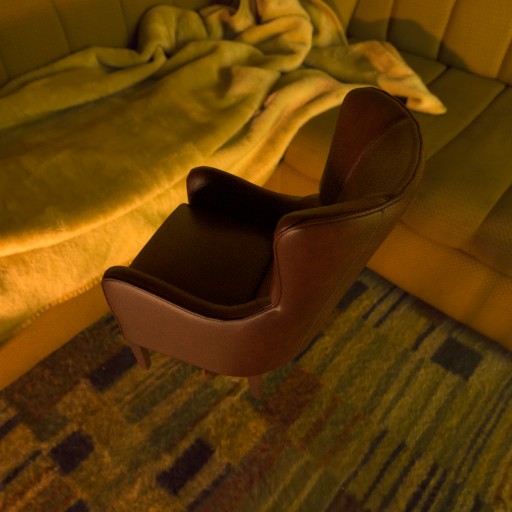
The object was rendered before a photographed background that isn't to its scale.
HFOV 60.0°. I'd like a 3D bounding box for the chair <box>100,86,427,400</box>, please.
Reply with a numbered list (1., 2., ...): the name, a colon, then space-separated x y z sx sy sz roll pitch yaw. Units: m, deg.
1. chair: 0.000 0.000 1.579 0.914 1.048 0.692 16 48 15
